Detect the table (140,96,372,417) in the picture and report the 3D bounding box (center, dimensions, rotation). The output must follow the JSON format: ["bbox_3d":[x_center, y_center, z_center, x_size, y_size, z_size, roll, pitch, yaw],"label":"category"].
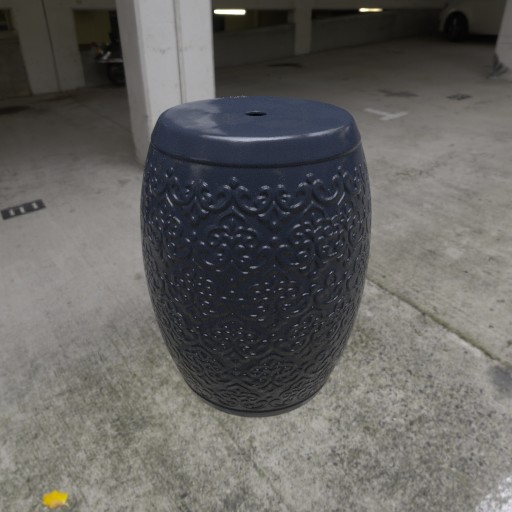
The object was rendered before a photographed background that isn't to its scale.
[{"bbox_3d":[0.000,0.000,0.629,0.309,0.397,0.309,0,29,0],"label":"table"}]
